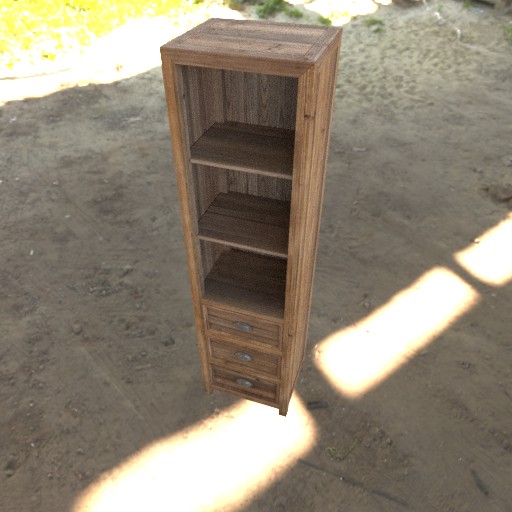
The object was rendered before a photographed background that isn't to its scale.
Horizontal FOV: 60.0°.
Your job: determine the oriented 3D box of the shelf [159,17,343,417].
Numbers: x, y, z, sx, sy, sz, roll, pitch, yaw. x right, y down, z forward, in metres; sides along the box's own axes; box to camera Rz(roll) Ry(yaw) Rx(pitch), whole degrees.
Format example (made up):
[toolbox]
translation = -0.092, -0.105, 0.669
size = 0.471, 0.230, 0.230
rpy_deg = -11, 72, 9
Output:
[shelf]
translation = 0.000, 0.000, 2.080
size = 0.500, 1.900, 0.428
rpy_deg = 12, 42, 14
